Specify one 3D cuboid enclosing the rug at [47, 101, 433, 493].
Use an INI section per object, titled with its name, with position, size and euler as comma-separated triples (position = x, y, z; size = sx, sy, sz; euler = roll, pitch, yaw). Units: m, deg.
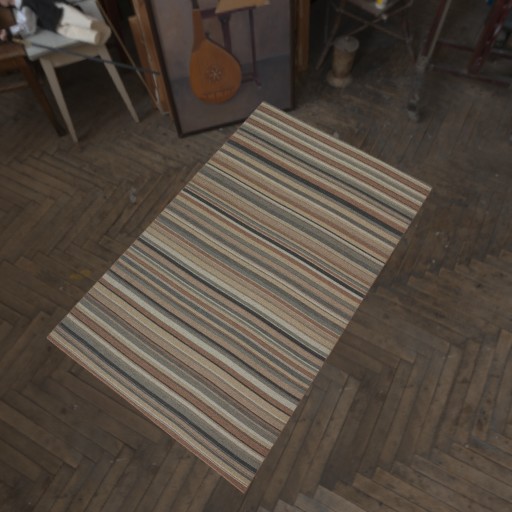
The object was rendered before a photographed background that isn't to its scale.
[rug]
position = 0.000, 0.000, 3.038
size = 1.523, 0.014, 2.438
euler = 32, 68, 15
